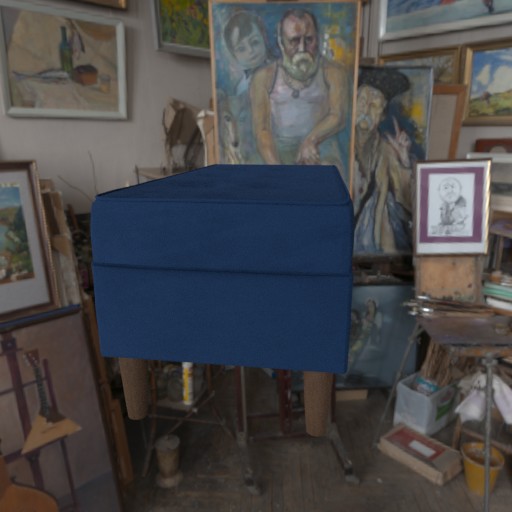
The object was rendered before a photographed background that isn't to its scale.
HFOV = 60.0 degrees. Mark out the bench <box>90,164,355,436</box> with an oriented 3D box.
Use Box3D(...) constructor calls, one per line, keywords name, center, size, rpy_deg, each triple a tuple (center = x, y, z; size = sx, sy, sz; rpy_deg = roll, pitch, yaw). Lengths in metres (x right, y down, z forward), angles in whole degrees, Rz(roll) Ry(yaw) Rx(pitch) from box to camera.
Box3D(name="bench", center=(0.000, 0.000, 1.292), size=(0.489, 0.467, 1.010), rpy_deg=(2, 15, 8))
